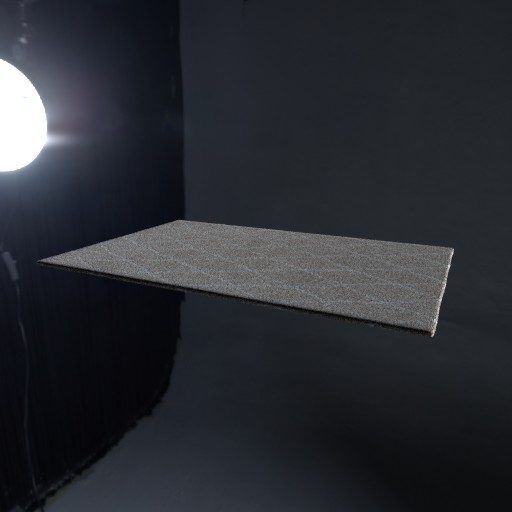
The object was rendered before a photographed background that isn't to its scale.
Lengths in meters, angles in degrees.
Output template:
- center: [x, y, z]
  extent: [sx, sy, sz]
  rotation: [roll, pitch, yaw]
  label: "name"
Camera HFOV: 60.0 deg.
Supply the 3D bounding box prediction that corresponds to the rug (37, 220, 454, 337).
- center: [0.000, 0.000, 3.445]
  extent: [2.743, 0.030, 1.778]
  rotation: [8, 17, 25]
  label: "rug"
